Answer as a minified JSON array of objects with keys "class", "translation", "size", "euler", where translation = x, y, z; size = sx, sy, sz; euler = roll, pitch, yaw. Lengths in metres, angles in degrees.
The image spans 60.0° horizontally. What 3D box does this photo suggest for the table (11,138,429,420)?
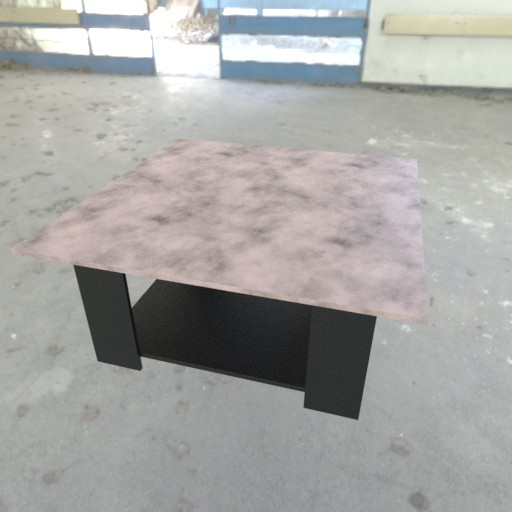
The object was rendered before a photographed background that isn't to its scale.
[{"class":"table","translation":[0.000,0.000,1.023],"size":[0.670,0.305,0.670],"euler":[8,32,14]}]
